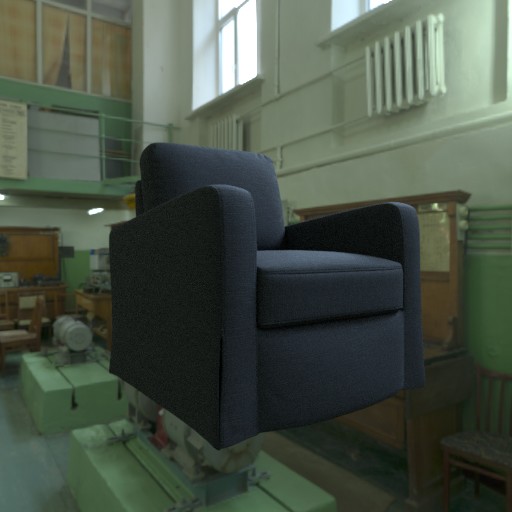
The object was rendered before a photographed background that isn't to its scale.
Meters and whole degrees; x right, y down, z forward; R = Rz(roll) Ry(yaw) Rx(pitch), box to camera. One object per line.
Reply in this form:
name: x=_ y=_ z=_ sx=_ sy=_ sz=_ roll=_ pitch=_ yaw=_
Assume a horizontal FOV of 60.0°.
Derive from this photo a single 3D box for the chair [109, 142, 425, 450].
chair: x=0.000 y=0.000 z=1.531 sx=0.798 sy=0.855 sz=0.863 roll=-1 pitch=1 yaw=-36
